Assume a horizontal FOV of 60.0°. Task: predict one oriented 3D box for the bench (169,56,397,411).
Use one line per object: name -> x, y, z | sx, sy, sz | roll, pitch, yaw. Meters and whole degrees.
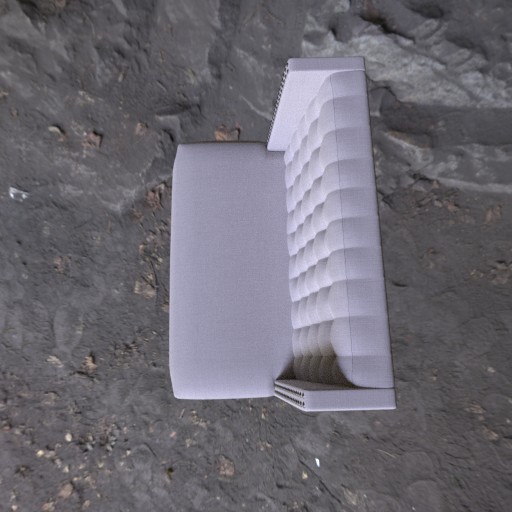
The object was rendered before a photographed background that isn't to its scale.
bench -> 0.000, 0.000, 2.047 | 0.847, 1.123, 1.280 | -1, 77, 0
